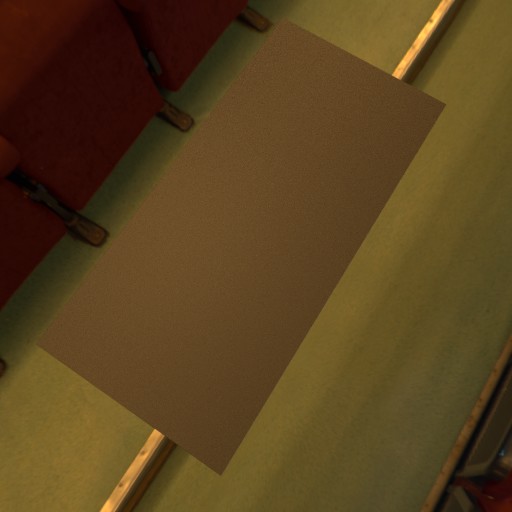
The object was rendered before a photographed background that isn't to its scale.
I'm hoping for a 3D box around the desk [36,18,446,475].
[{"bbox_3d":[0.000,0.000,1.458,0.504,0.780,1.057,32,78,8],"label":"desk"}]
